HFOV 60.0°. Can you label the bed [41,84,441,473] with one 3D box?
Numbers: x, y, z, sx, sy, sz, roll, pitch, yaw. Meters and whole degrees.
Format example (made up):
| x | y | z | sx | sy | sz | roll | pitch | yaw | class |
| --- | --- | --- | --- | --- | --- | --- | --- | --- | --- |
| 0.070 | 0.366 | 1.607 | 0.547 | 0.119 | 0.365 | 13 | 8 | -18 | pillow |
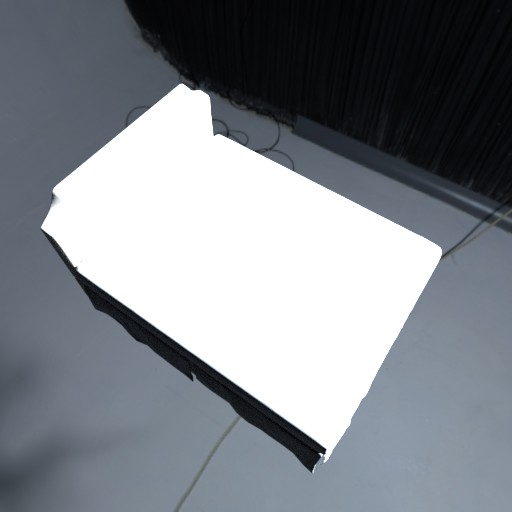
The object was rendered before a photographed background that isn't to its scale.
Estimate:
| x | y | z | sx | sy | sz | roll | pitch | yaw | class |
| --- | --- | --- | --- | --- | --- | --- | --- | --- | --- |
| 0.000 | 0.000 | 3.511 | 2.498 | 1.293 | 1.977 | 31 | 63 | 17 | bed |
